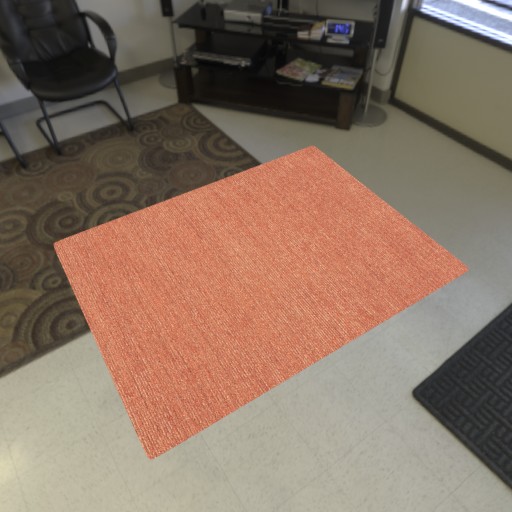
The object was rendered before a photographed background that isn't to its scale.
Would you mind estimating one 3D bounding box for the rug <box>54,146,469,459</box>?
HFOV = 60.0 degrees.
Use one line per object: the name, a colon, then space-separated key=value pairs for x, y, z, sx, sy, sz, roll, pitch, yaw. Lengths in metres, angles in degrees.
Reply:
rug: x=0.000 y=0.000 z=2.792 sx=2.112 sy=0.009 sz=1.594 roll=-25 pitch=52 yaw=-21
